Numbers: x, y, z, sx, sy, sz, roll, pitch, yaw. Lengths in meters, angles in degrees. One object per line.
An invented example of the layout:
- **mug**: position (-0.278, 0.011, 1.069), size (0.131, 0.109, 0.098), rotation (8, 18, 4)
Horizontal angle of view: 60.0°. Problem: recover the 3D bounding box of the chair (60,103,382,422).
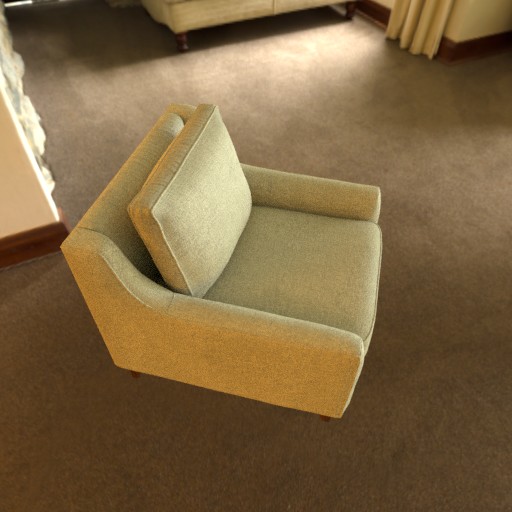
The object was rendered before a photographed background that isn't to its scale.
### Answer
- **chair**: position (0.000, 0.000, 1.656), size (0.918, 0.864, 0.838), rotation (11, 48, 10)
